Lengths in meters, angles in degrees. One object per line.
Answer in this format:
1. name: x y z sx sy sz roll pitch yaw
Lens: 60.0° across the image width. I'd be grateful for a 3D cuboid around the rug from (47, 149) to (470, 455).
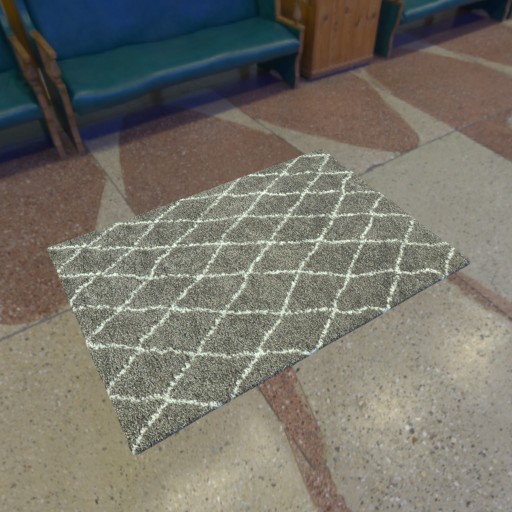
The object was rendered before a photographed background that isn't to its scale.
1. rug: 0.000 0.000 2.248 1.778 0.030 1.219 -24 50 -22
